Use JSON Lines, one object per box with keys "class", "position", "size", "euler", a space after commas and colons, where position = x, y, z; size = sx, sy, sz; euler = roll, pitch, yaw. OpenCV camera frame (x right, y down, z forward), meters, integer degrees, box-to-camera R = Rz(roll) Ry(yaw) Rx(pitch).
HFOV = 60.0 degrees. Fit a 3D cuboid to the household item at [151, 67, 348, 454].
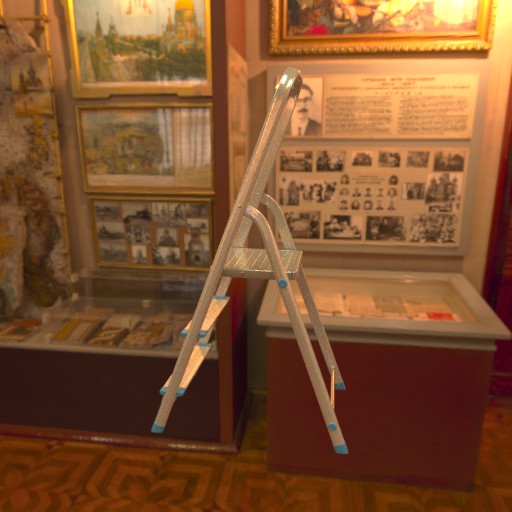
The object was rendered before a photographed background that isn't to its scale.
{"class": "household item", "position": [0.000, 0.000, 1.563], "size": [0.687, 1.215, 0.420], "euler": [2, 15, 9]}
